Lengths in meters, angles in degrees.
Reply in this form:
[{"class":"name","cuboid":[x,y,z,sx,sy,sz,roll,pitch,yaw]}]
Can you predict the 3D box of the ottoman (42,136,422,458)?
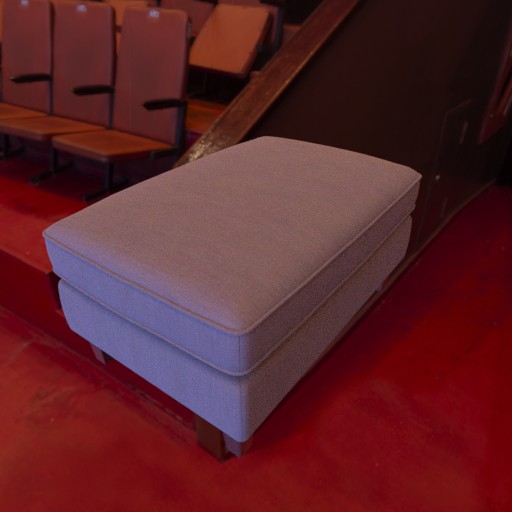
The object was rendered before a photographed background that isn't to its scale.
[{"class":"ottoman","cuboid":[0.000,0.000,1.309,0.636,0.480,0.941,21,38,30]}]
